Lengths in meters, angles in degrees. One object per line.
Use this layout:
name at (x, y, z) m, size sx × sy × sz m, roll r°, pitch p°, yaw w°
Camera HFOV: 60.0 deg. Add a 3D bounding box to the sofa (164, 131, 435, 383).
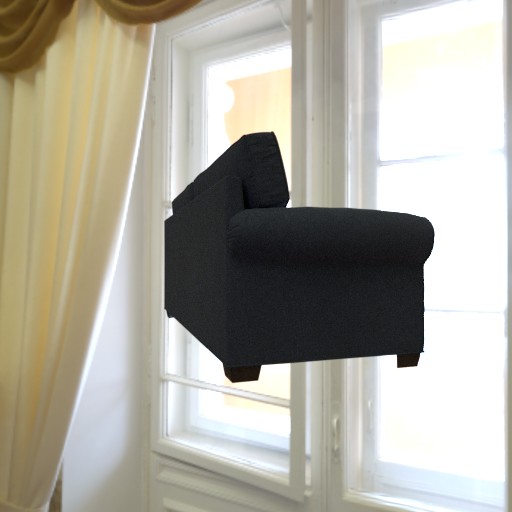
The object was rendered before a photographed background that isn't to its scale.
sofa at (0.000, 0.000, 2.919) m, size 0.954 × 1.026 × 2.391 m, roll 0°, pitch 0°, yaw -18°
